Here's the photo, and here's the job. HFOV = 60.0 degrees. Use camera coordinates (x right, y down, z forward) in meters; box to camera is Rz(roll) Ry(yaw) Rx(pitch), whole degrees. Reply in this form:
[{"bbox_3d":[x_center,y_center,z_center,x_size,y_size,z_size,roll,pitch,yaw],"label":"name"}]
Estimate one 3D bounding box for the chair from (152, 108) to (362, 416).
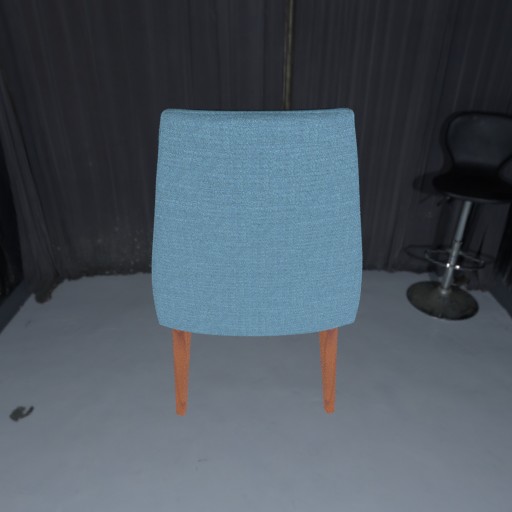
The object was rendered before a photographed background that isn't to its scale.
[{"bbox_3d":[0.000,0.000,1.206,0.529,0.861,0.544,-1,29,-1],"label":"chair"}]
